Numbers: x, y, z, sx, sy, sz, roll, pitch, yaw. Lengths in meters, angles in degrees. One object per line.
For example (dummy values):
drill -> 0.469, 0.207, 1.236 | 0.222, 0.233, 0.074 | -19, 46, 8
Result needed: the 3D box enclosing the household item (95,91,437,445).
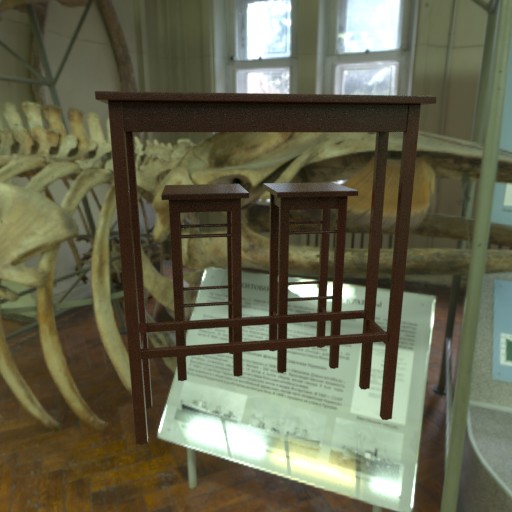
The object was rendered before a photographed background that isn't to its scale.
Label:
household item -> 0.000, 0.000, 1.628 | 0.914, 1.067, 0.676 | -2, 15, -9
